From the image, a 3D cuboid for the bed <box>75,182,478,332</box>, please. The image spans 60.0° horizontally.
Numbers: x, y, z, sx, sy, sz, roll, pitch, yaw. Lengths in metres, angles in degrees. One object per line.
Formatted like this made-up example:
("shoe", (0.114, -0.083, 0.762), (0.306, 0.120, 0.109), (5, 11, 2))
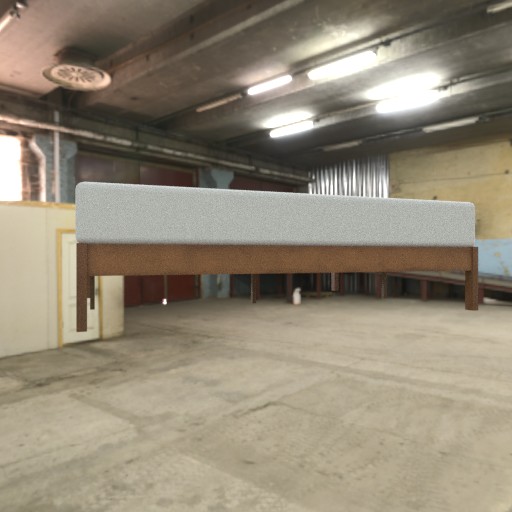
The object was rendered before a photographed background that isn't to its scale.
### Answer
("bed", (0.000, 0.000, 2.789), (2.050, 0.593, 1.529), (0, 0, -20))
